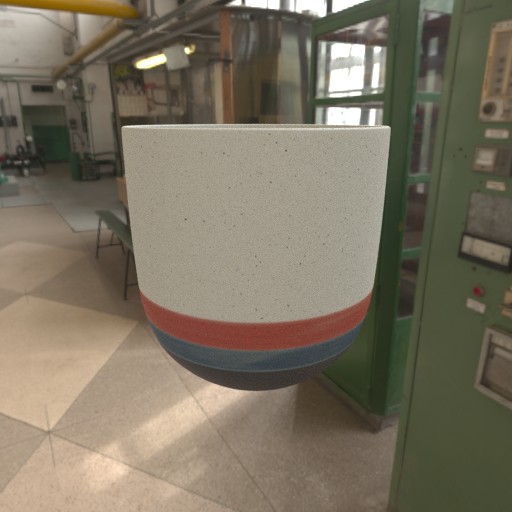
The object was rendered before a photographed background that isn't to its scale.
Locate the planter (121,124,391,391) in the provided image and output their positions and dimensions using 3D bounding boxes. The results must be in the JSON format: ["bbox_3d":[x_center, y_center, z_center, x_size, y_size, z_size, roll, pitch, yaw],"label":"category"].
[{"bbox_3d":[0.000,0.000,0.380,0.204,0.214,0.204,0,17,0],"label":"planter"}]
